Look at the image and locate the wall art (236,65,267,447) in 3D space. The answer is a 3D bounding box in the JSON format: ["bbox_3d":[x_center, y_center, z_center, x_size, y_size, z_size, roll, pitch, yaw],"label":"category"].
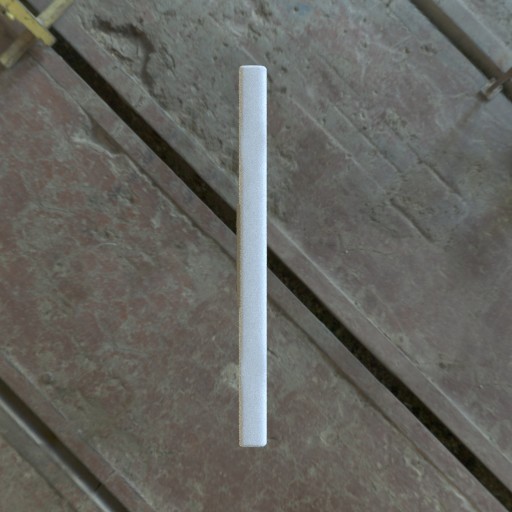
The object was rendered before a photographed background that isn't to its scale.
[{"bbox_3d":[0.000,0.000,1.154,0.048,0.916,0.602,0,90,1],"label":"wall art"}]
